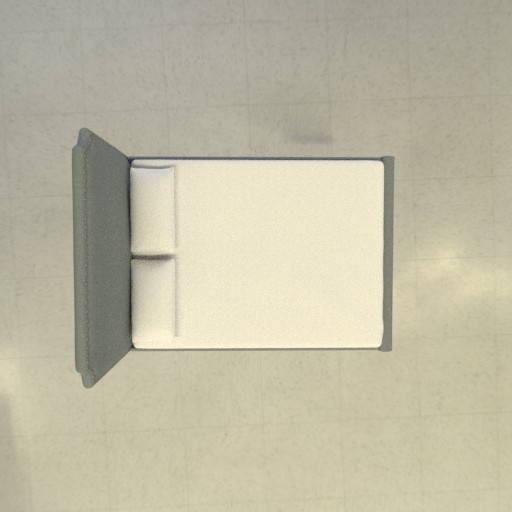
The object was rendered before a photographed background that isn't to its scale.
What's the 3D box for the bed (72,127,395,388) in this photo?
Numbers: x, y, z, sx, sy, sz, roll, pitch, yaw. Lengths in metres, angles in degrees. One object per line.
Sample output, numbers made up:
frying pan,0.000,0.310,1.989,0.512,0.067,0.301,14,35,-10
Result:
bed,0.000,0.000,3.511,2.372,1.443,1.712,0,92,-1
